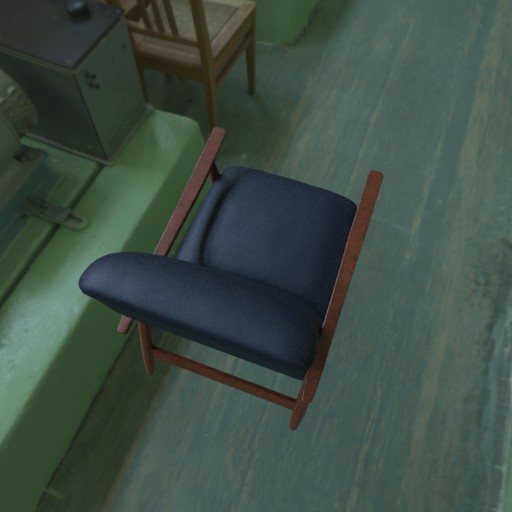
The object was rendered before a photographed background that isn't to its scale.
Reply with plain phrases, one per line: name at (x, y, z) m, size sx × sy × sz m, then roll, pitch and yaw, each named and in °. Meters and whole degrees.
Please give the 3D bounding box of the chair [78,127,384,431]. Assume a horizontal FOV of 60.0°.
chair at (0.000, 0.000, 1.750) m, size 0.762 × 1.082 × 1.014 m, roll 18°, pitch 63°, yaw 9°
